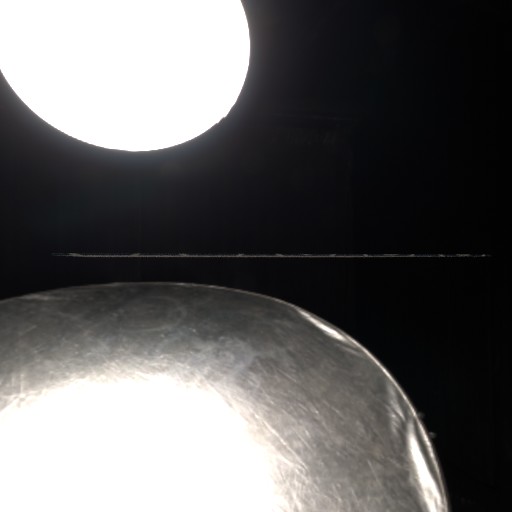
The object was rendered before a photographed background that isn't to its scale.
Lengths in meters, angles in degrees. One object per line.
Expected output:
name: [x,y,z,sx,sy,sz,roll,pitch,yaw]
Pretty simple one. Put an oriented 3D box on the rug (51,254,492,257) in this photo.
rug: [0.000,0.000,4.345,3.353,0.010,2.438,0,0,-17]
